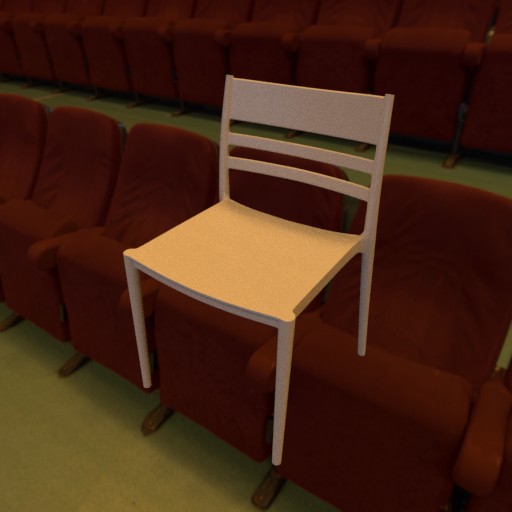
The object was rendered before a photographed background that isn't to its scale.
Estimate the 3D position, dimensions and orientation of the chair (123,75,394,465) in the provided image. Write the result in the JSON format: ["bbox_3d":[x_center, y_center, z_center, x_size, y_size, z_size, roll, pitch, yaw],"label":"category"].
[{"bbox_3d":[0.000,0.000,1.170,0.531,0.800,0.511,19,36,28],"label":"chair"}]
